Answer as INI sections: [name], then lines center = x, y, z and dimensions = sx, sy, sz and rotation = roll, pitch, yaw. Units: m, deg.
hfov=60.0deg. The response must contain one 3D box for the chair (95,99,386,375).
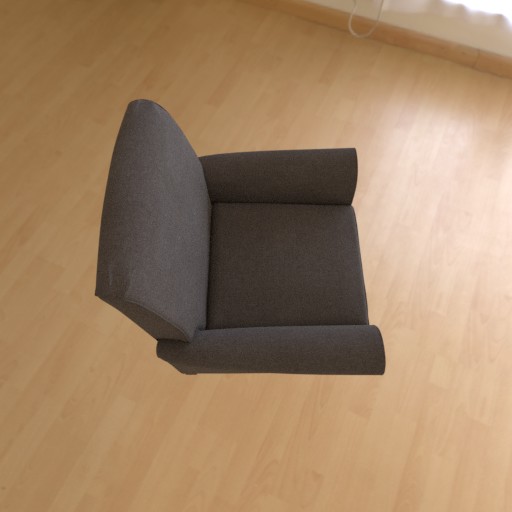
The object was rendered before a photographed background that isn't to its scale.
[chair]
center = 0.000, 0.000, 1.786
dimensions = 0.905, 1.061, 0.978
rotation = 0, 63, 0
